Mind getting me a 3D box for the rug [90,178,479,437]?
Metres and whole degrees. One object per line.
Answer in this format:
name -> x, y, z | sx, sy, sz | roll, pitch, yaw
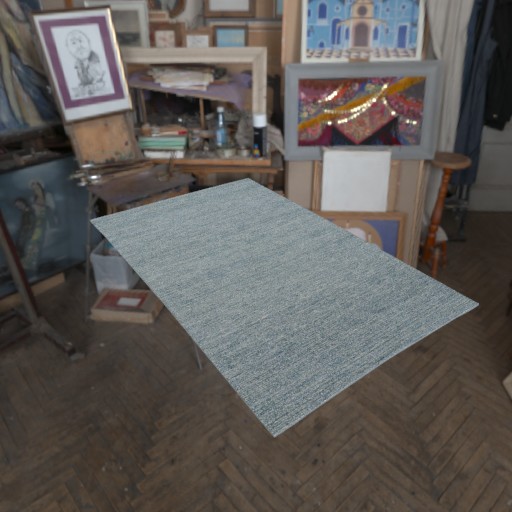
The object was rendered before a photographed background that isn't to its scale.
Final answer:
rug -> 0.000, 0.000, 2.346 | 1.174, 0.022, 1.853 | -21, 37, -29
